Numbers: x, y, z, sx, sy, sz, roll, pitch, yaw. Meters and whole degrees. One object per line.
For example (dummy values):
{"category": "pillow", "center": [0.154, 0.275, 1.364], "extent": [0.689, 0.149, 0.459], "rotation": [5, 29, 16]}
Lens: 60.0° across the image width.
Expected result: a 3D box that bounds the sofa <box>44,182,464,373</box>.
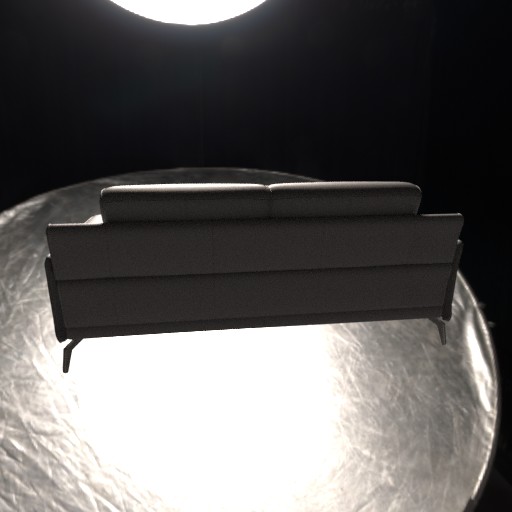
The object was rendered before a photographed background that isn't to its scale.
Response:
{"category": "sofa", "center": [0.000, 0.000, 2.593], "extent": [2.100, 0.900, 0.969], "rotation": [-2, 14, -9]}
